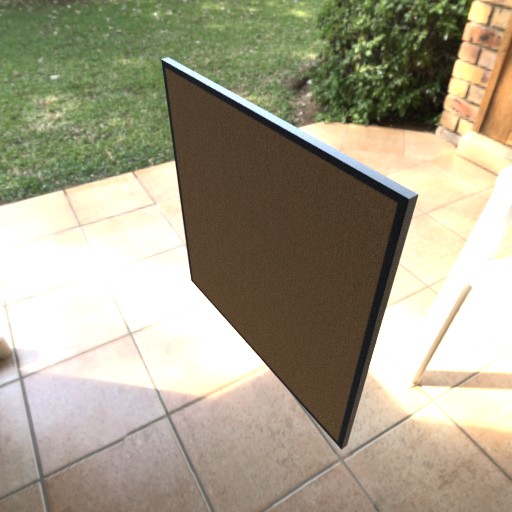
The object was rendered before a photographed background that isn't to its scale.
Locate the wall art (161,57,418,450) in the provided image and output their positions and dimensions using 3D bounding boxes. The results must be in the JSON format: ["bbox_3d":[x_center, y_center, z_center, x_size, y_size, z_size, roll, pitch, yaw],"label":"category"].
[{"bbox_3d":[0.000,0.000,1.175,0.022,0.803,0.805,-26,47,-26],"label":"wall art"}]
